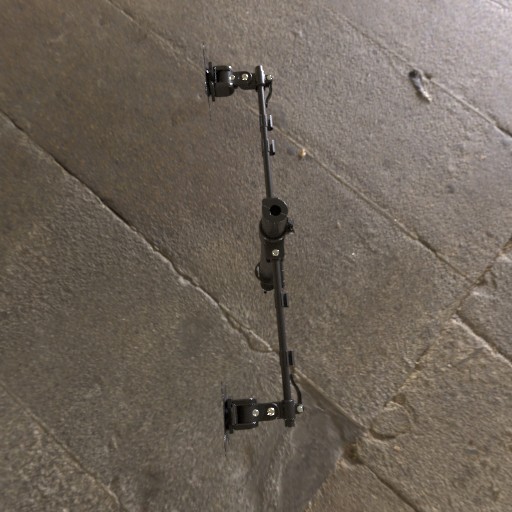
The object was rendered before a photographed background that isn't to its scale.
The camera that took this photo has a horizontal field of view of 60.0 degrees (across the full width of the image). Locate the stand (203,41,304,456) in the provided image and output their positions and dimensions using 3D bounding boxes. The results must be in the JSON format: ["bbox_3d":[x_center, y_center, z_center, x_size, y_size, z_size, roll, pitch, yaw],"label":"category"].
[{"bbox_3d":[0.000,0.000,1.008,0.150,0.603,0.743,-4,76,-1],"label":"stand"}]
